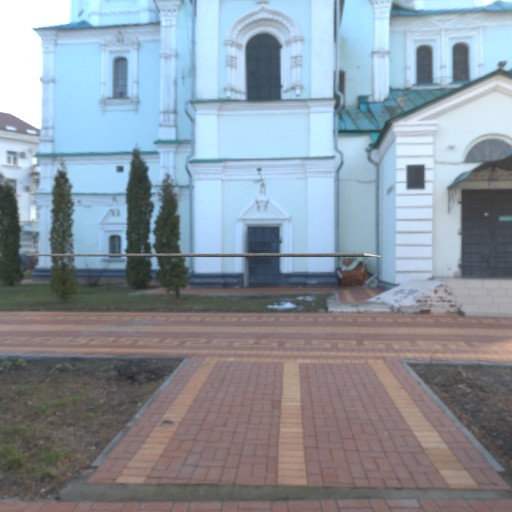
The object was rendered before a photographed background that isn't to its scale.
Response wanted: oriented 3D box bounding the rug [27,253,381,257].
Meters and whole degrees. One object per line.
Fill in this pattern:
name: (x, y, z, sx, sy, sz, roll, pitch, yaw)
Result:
rug: (0.000, 0.000, 2.337, 1.220, 0.007, 1.828, 0, 0, 17)
